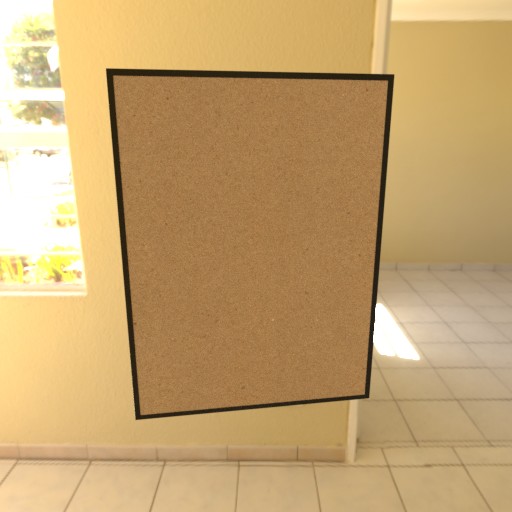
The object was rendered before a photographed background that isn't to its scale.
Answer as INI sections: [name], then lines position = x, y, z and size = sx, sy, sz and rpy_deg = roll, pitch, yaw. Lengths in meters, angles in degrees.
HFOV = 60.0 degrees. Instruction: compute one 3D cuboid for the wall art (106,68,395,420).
[wall art]
position = 0.000, 0.000, 1.357
size = 0.788, 1.046, 0.043
rpy_deg = -2, 16, -9
